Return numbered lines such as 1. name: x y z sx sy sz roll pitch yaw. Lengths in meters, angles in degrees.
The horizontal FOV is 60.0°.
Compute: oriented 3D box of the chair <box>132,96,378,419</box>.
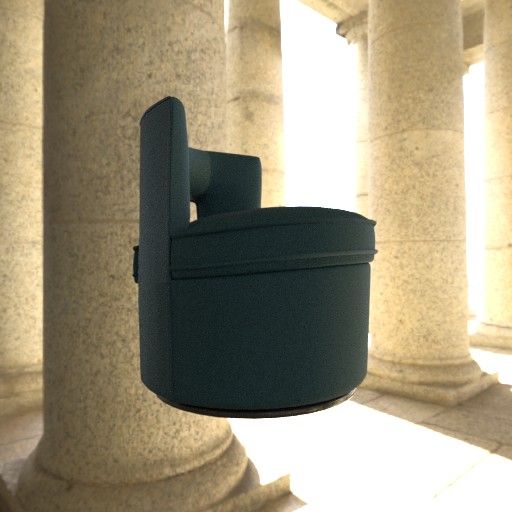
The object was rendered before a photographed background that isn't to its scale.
1. chair: 0.000 0.000 1.243 0.660 0.711 0.684 0 -1 18
